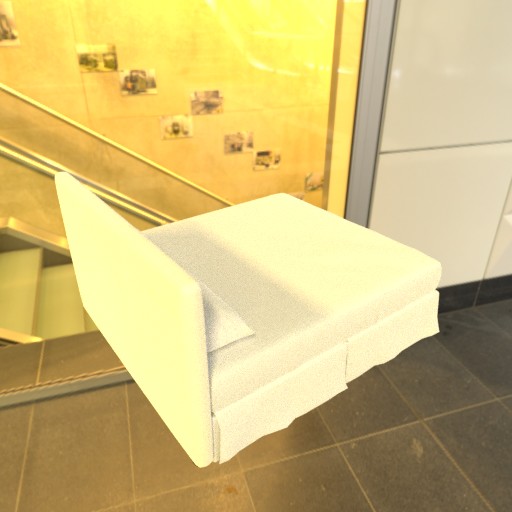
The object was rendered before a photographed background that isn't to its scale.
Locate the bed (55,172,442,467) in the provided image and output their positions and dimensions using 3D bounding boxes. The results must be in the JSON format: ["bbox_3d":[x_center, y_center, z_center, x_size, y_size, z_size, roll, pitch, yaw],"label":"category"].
[{"bbox_3d":[0.000,0.000,3.554,2.341,1.317,2.119,-20,34,-32],"label":"bed"}]
